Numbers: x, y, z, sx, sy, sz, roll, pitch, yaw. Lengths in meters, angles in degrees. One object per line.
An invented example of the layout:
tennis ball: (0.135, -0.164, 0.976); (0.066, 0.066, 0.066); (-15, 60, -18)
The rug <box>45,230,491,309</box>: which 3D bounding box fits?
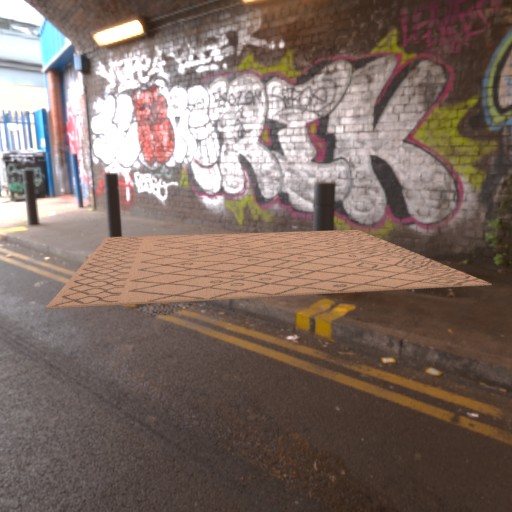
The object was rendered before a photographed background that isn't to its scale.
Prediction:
rug: (0.000, 0.000, 4.129); (3.046, 0.015, 2.446); (-2, 13, -10)
